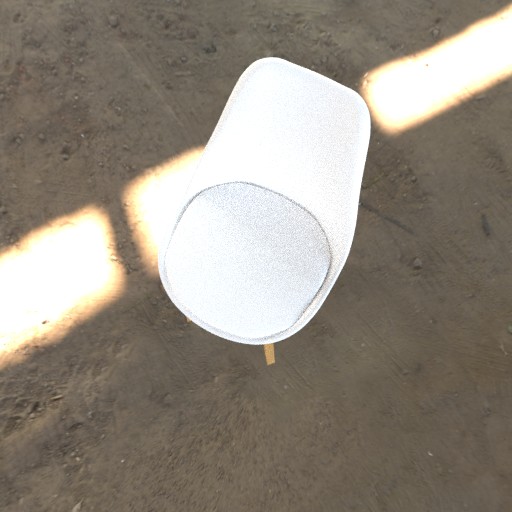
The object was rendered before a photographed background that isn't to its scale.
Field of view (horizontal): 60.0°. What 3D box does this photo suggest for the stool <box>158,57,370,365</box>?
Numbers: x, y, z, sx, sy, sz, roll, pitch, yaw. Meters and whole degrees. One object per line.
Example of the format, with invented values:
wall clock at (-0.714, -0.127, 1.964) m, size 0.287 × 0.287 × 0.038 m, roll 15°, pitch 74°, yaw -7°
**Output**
stool at (0.000, 0.000, 1.373) m, size 0.482 × 1.115 × 0.549 m, roll 27°, pitch 77°, yaw 7°
